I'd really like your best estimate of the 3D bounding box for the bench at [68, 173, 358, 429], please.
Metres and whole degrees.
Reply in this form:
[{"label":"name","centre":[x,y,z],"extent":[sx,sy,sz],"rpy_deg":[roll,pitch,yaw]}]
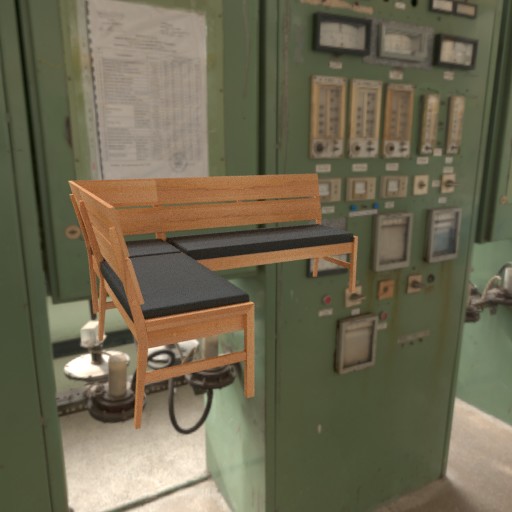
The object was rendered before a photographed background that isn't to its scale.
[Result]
[{"label":"bench","centre":[0.000,0.000,2.747],"extent":[1.948,0.890,1.548],"rpy_deg":[-7,15,-26]}]
